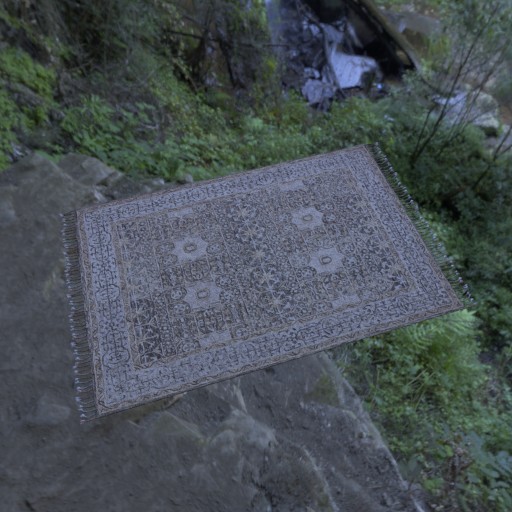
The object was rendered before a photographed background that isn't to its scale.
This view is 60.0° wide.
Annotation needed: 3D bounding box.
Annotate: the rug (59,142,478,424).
[{"bbox_3d":[0.000,0.000,2.434,2.029,0.010,1.237,-14,59,-9],"label":"rug"}]
